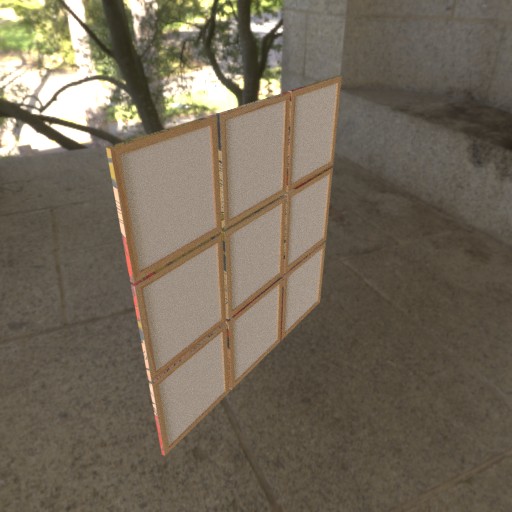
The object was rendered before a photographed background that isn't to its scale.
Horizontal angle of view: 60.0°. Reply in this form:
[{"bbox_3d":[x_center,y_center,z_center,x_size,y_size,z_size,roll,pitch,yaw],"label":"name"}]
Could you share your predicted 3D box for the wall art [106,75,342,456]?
[{"bbox_3d":[0.000,0.000,1.357,0.013,0.913,0.904,21,38,30],"label":"wall art"}]
